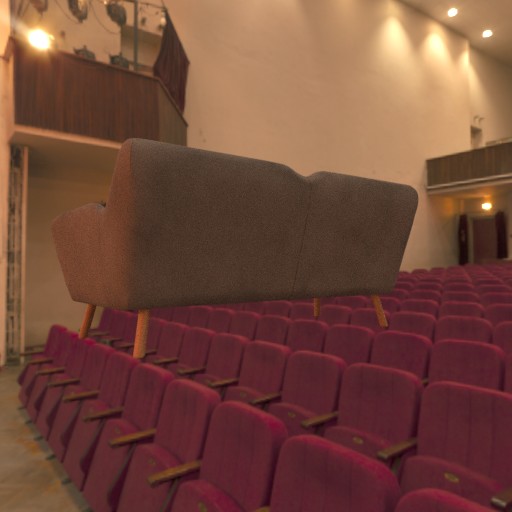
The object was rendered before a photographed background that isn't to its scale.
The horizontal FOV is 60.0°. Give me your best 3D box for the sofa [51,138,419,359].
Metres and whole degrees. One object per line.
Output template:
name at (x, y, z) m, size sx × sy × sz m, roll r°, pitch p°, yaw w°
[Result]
sofa at (0.000, 0.000, 2.336) m, size 1.870 × 0.810 × 0.850 m, roll 1°, pitch -1°, yaw -36°
